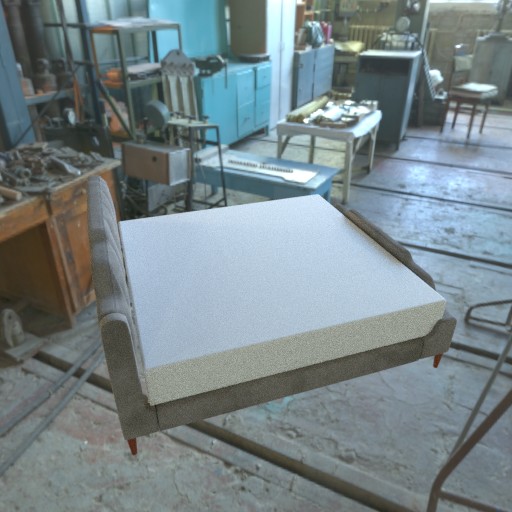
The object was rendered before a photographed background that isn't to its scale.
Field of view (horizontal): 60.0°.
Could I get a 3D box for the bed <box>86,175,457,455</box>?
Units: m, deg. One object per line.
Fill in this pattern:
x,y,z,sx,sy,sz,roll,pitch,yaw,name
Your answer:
0.000,0.000,3.525,2.340,1.245,2.074,-10,32,-16,bed
